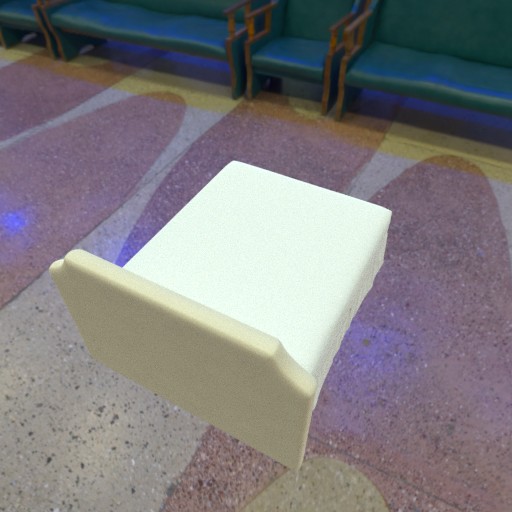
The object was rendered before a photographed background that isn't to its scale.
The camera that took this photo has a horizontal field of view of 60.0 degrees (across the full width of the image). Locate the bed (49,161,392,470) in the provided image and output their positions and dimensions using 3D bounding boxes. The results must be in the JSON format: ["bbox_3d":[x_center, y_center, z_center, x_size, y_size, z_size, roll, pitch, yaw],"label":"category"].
[{"bbox_3d":[0.000,0.000,3.462,1.827,1.296,2.209,21,50,19],"label":"bed"}]
